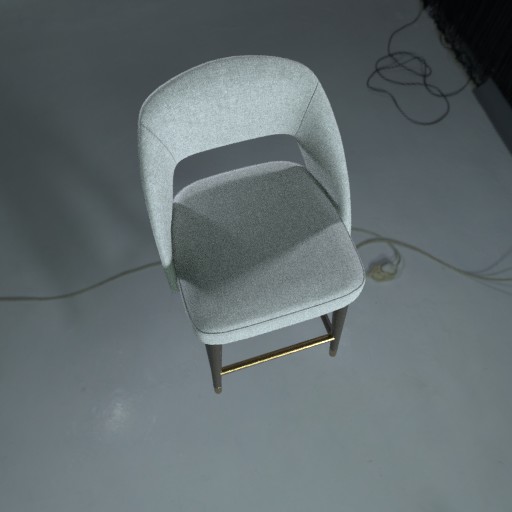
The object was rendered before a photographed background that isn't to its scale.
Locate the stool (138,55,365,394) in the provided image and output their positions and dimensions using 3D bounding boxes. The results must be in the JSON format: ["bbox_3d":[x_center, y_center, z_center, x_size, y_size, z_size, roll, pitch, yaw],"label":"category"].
[{"bbox_3d":[0.000,0.000,1.256,0.494,0.940,0.509,-16,65,-8],"label":"stool"}]
